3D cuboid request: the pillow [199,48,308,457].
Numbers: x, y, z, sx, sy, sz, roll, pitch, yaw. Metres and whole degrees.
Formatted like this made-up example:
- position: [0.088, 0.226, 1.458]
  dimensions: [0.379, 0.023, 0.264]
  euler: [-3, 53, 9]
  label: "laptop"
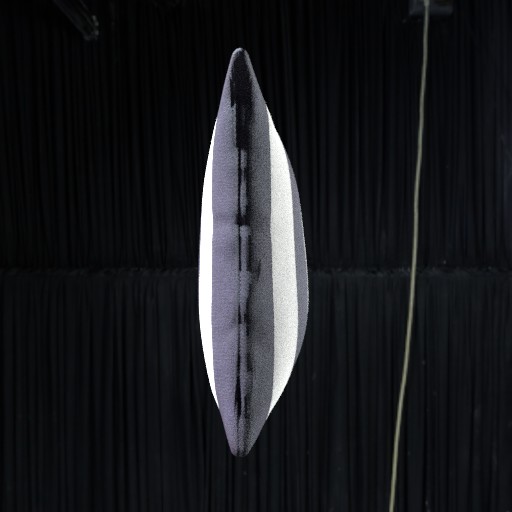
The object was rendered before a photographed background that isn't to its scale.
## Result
- position: [0.000, 0.000, 0.811]
  dimensions: [0.189, 0.526, 0.536]
  euler: [0, 1, 2]
  label: "pillow"
